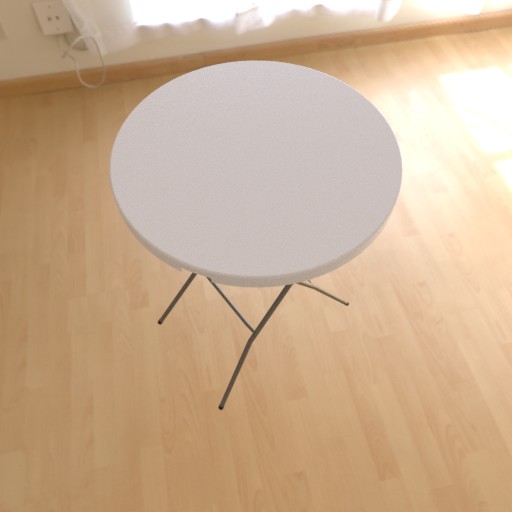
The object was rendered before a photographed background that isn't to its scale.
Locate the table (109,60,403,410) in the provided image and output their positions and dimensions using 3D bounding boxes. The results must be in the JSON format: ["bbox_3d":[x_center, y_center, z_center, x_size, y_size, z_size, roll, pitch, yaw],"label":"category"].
[{"bbox_3d":[0.000,0.000,1.678,0.795,1.105,0.792,-34,64,-19],"label":"table"}]
